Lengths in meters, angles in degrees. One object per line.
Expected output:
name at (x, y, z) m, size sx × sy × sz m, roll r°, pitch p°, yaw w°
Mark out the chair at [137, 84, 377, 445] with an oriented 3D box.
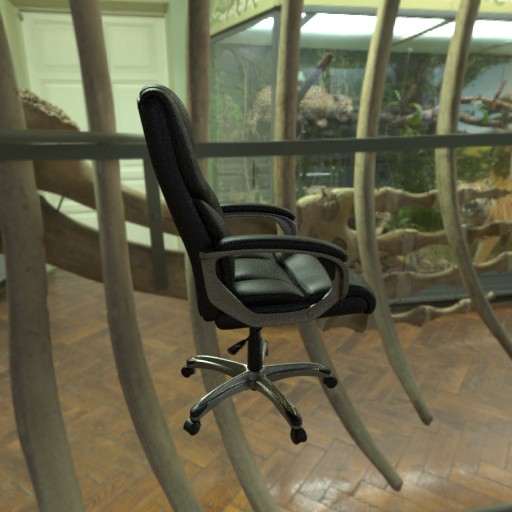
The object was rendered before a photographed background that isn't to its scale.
chair at (0.000, 0.000, 1.611) m, size 0.739 × 1.155 × 0.663 m, roll -3°, pitch 17°, yaw -10°
